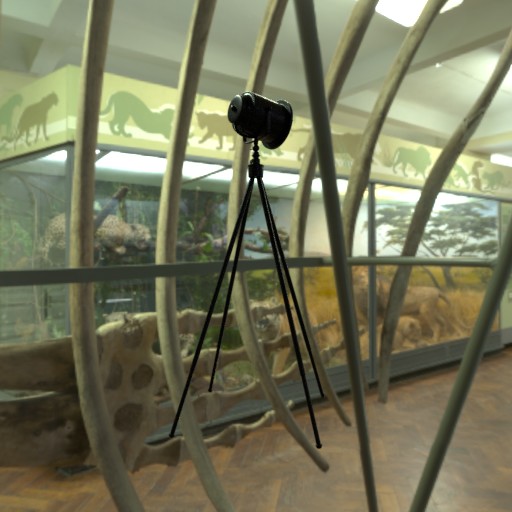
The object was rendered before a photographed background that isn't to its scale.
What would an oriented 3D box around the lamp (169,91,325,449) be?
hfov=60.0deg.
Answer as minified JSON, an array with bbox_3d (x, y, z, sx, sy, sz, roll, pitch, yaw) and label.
[{"bbox_3d":[0.000,0.000,2.079,0.884,1.504,0.879,0,1,-36],"label":"lamp"}]
